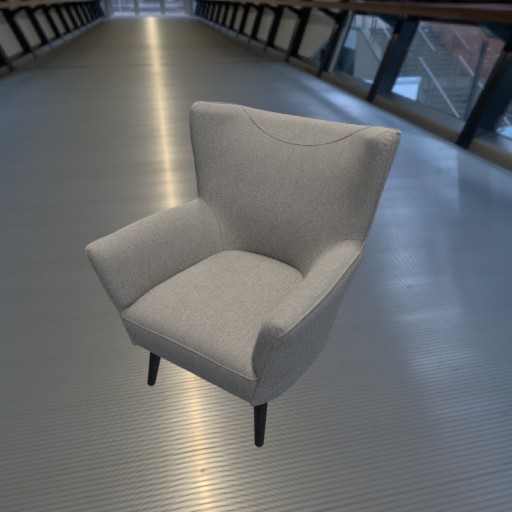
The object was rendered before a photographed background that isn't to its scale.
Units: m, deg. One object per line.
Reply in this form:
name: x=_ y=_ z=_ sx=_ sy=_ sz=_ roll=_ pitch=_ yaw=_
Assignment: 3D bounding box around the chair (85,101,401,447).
chair: x=0.000 y=0.000 z=1.604 sx=0.781 sy=0.933 sz=0.888 roll=18 pitch=36 yaw=27
